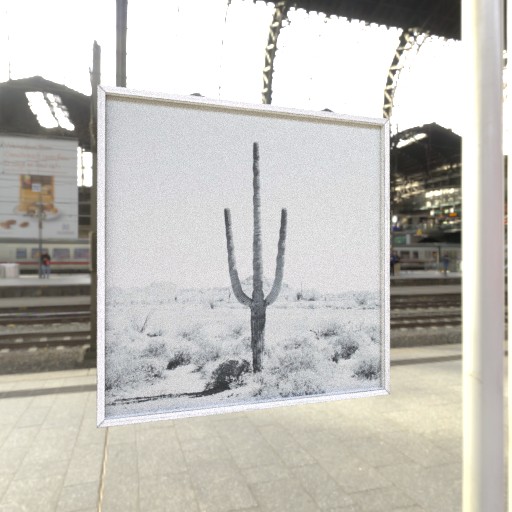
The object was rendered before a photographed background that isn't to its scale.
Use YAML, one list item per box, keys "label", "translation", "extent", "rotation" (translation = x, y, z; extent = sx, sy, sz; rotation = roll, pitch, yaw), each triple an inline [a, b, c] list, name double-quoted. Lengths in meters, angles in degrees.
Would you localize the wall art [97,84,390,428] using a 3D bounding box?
- label: "wall art"
  translation: [0.000, 0.000, 0.753]
  extent: [0.508, 0.508, 0.038]
  rotation: [0, 0, -19]
